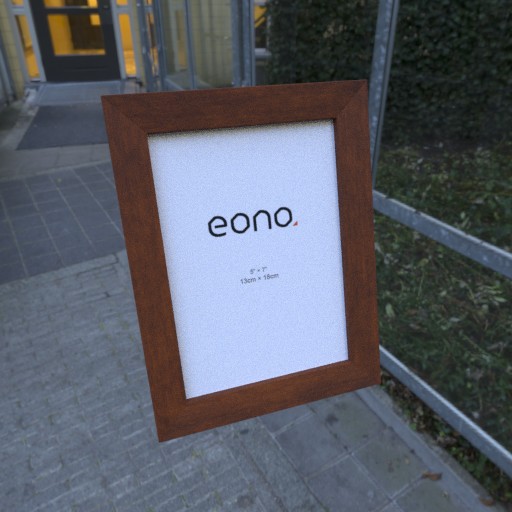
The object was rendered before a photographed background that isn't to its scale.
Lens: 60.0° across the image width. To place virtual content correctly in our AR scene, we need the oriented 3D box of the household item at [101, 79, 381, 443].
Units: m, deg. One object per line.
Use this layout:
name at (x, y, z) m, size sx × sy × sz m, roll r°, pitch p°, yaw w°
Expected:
household item at (0.000, 0.000, 0.291) m, size 0.160 × 0.204 × 0.096 m, roll -9°, pitch 32°, yaw -15°
